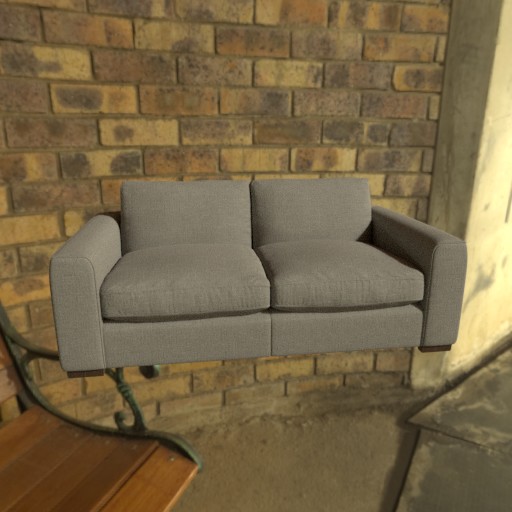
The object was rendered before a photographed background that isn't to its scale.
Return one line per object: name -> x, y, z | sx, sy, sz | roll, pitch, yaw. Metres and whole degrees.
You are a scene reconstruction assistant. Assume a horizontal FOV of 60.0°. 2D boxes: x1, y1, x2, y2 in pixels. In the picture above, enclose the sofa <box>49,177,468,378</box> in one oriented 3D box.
sofa -> 0.000, 0.000, 2.481 | 1.920, 0.800, 1.069 | -2, 16, -8
